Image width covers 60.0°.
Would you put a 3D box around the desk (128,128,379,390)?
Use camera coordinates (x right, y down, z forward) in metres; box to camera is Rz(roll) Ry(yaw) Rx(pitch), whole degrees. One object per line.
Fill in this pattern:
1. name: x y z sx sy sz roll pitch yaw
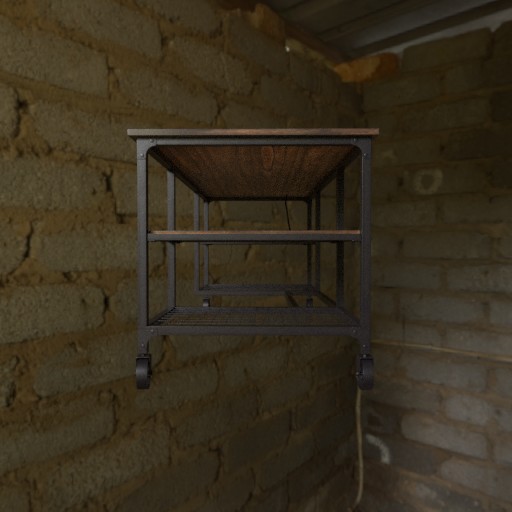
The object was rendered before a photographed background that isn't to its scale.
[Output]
1. desk: 0.000 0.000 2.037 0.711 0.751 1.590 0 1 1
